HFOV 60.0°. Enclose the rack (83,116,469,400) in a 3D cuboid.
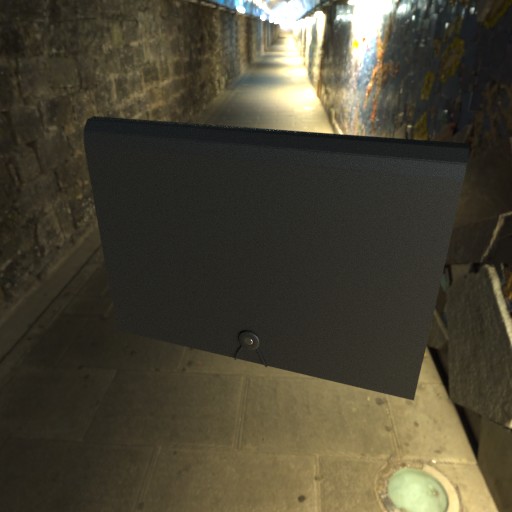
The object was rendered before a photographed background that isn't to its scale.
[{"bbox_3d":[0.000,0.000,0.429,0.330,0.241,0.041,9,29,17],"label":"rack"}]
